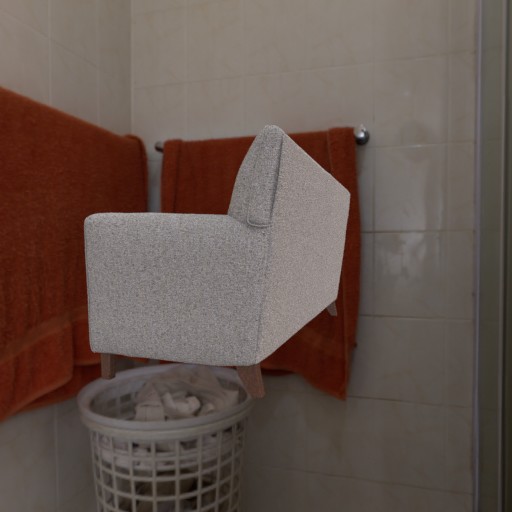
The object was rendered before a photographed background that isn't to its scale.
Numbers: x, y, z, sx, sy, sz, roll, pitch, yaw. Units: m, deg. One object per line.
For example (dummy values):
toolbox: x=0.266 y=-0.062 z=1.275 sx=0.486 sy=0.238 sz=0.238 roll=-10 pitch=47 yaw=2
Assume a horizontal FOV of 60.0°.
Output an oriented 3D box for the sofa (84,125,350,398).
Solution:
sofa: x=0.000 y=0.000 z=2.544 sx=0.854 sy=0.942 sz=2.026 roll=1 pitch=2 yaw=18
